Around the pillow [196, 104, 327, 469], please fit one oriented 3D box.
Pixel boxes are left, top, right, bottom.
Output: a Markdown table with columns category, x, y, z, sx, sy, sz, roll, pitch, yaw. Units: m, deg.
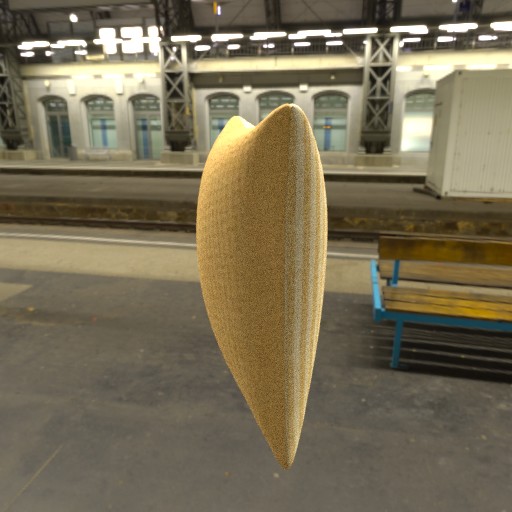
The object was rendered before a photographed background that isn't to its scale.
| category | x | y | z | sx | sy | sz | roll | pitch | yaw |
| --- | --- | --- | --- | --- | --- | --- | --- | --- | --- |
| pillow | 0.000 | 0.000 | 0.656 | 0.173 | 0.407 | 0.419 | -3 | 16 | -9 |
